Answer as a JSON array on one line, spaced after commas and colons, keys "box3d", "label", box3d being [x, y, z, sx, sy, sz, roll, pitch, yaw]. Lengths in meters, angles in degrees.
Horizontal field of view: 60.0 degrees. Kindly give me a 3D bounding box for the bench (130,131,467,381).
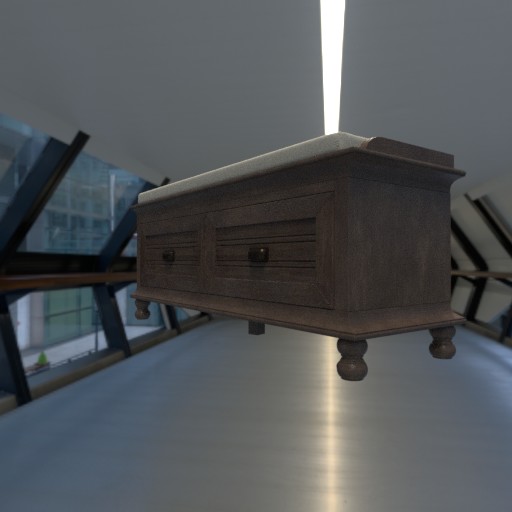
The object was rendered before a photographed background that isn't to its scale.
[{"box3d": [0.000, 0.000, 1.435, 0.402, 0.501, 1.185, 0, -1, -36], "label": "bench"}]
